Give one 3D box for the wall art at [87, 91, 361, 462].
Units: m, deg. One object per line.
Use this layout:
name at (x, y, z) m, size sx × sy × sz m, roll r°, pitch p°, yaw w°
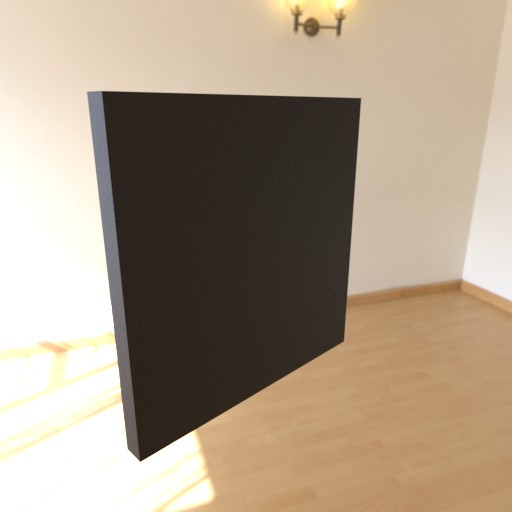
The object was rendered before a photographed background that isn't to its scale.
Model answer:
wall art at (0.000, 0.000, 0.745) m, size 0.507 × 0.507 × 0.038 m, roll -17°, pitch 25°, yaw -41°
